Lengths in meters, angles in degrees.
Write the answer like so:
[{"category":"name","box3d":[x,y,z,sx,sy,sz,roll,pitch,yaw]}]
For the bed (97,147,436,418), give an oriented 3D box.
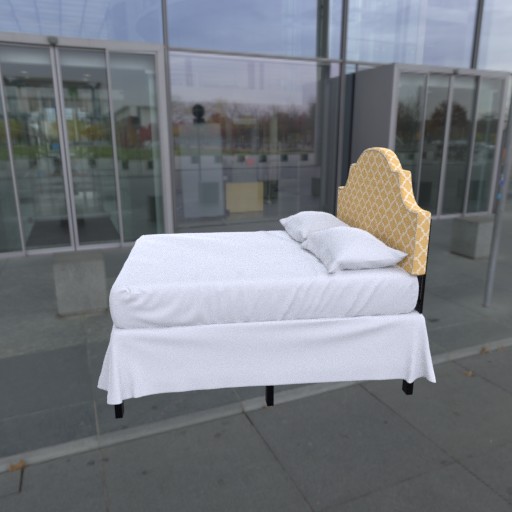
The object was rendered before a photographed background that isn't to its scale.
[{"category":"bed","box3d":[0.000,0.000,3.441,2.222,1.633,1.780,-2,15,-8]}]
